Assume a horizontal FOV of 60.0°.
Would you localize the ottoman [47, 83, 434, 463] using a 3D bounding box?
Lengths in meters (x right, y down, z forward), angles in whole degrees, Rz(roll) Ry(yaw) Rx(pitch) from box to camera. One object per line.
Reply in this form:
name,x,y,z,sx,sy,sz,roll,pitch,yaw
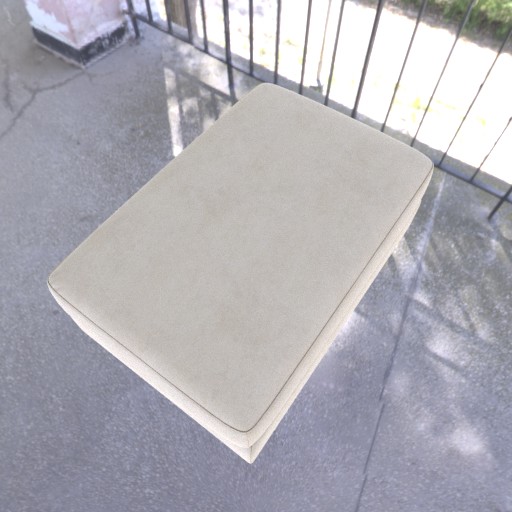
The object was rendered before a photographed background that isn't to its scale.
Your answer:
ottoman,0.000,0.000,1.209,0.584,0.483,0.864,32,64,18
